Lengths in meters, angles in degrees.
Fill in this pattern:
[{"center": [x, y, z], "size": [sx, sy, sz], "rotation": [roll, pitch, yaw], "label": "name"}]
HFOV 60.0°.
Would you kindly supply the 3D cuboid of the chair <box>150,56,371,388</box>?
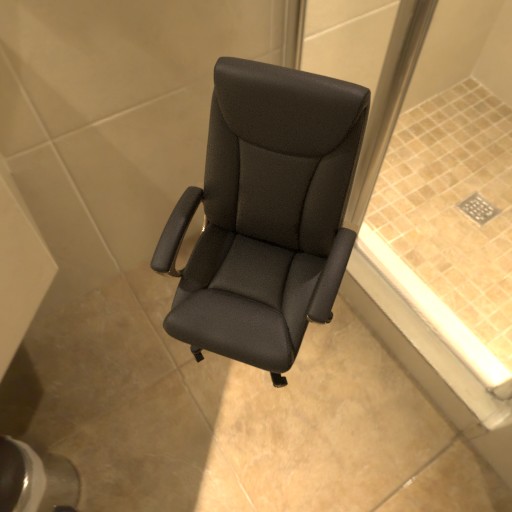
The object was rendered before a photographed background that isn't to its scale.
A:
[{"center": [0.000, 0.000, 1.657], "size": [0.694, 1.188, 0.748], "rotation": [17, 59, 10], "label": "chair"}]
